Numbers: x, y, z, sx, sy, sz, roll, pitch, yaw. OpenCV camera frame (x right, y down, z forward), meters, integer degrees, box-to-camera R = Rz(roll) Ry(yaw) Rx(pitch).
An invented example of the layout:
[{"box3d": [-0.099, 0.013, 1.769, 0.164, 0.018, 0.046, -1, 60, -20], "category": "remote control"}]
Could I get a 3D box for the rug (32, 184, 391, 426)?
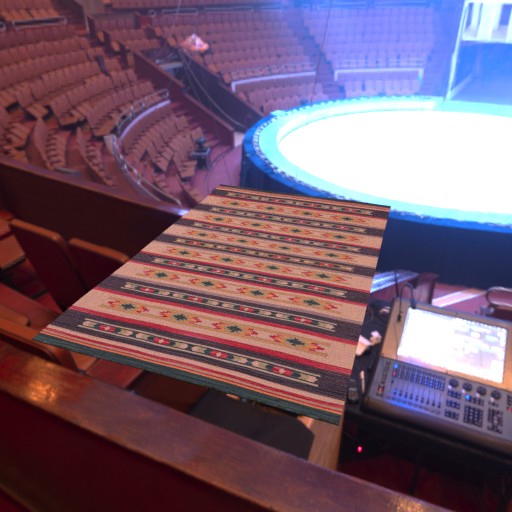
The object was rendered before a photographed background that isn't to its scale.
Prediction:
[{"box3d": [0.000, 0.000, 2.901, 1.522, 0.010, 2.311, 10, 31, 17], "category": "rug"}]
